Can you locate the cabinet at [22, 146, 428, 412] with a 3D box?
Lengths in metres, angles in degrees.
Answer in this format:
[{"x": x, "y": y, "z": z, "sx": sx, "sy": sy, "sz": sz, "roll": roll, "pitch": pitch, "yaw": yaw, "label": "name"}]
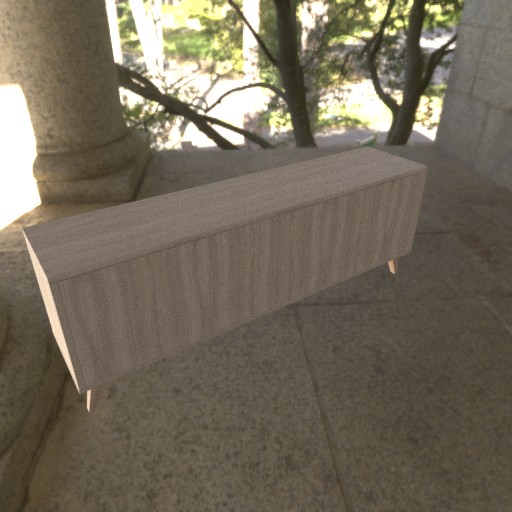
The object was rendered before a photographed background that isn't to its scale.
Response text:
[{"x": 0.000, "y": 0.000, "z": 2.535, "sx": 2.198, "sy": 0.779, "sz": 0.499, "roll": -19, "pitch": 36, "yaw": -29, "label": "cabinet"}]
